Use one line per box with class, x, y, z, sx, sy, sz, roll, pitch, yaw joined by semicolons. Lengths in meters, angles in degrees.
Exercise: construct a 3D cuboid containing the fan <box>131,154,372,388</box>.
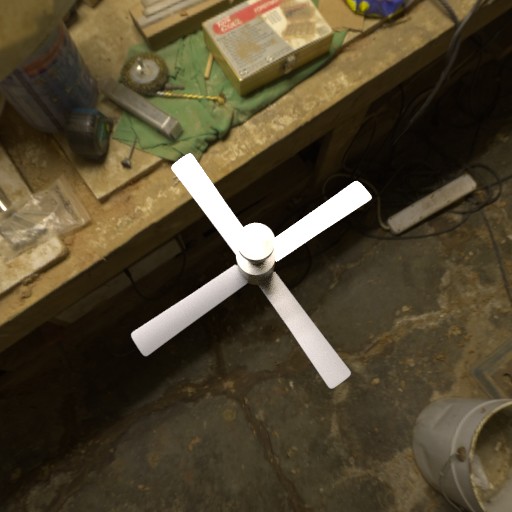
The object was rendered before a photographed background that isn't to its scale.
fan;0.000;0.000;2.251;1.525;0.539;1.525;-34;78;-8
